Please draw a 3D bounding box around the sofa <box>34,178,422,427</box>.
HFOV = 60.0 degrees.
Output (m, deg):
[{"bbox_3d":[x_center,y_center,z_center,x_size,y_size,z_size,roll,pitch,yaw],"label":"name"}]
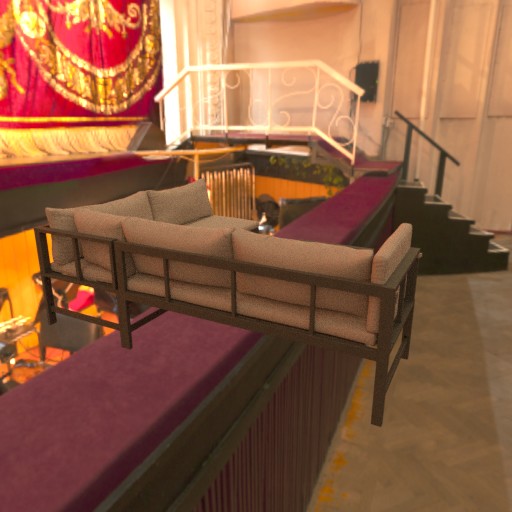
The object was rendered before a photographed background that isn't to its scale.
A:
[{"bbox_3d":[0.000,0.000,2.923,2.096,0.758,1.658,9,19,27],"label":"sofa"}]
